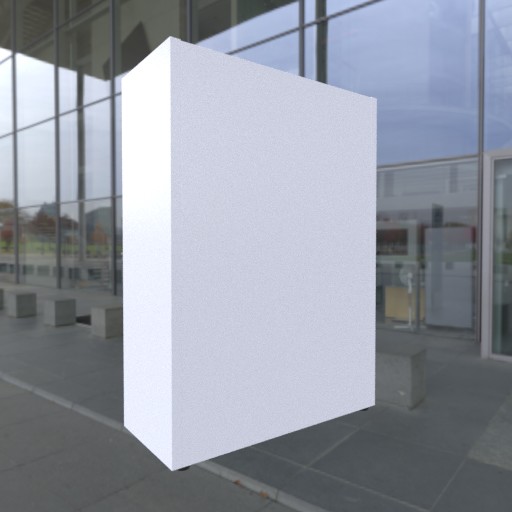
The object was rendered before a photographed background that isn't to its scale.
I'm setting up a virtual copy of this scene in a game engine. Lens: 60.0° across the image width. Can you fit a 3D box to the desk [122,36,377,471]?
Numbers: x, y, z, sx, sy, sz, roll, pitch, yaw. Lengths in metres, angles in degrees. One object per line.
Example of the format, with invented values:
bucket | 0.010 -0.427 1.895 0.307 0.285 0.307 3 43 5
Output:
desk | 0.000 0.000 1.602 0.850 1.190 0.390 -1 2 -36
